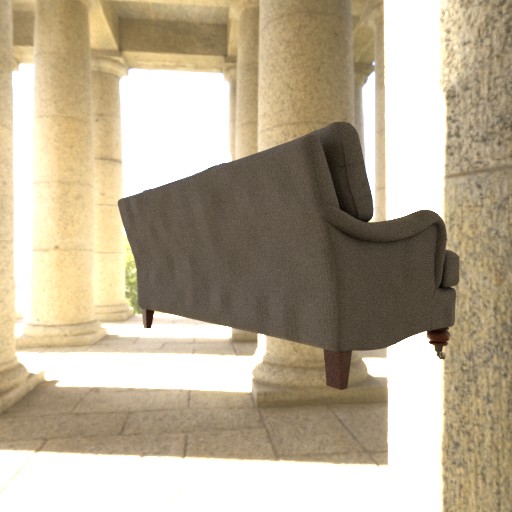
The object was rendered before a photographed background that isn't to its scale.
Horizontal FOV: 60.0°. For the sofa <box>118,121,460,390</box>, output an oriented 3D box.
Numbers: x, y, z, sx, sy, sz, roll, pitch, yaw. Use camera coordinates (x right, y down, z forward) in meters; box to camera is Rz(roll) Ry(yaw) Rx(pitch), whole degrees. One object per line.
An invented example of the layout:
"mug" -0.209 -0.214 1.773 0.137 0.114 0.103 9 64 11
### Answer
"sofa" 0.000 0.000 2.803 1.069 1.096 2.193 1 -1 -36
